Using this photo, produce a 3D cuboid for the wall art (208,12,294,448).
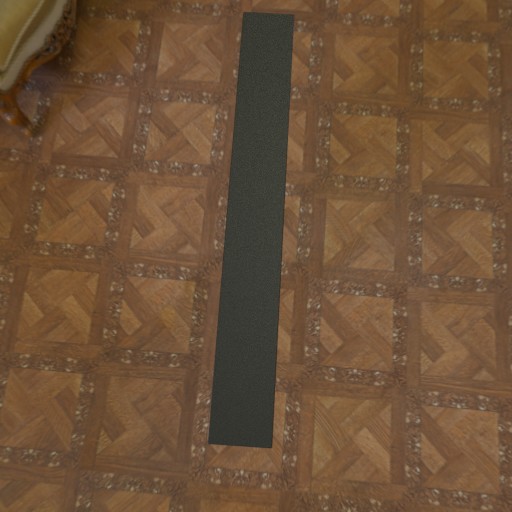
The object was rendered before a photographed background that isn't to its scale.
[{"bbox_3d":[0.000,0.000,0.445,0.038,0.304,0.304,4,77,1],"label":"wall art"}]
